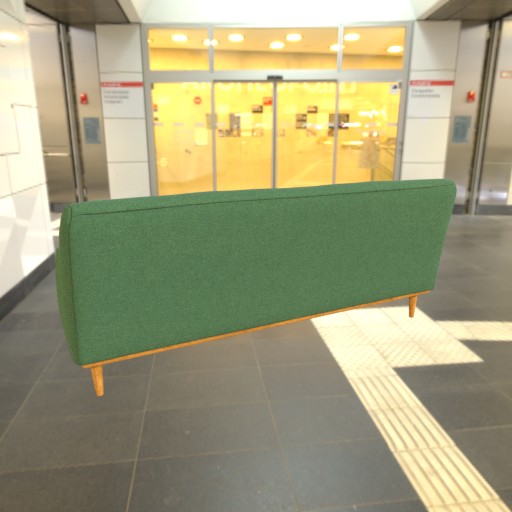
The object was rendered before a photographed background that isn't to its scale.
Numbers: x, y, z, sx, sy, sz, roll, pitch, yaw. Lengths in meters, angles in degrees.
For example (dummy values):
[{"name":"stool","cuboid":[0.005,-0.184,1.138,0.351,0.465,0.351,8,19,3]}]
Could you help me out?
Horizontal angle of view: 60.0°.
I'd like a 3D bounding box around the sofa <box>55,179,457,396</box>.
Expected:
[{"name":"sofa","cuboid":[0.000,0.000,2.492,2.057,0.871,0.978,-8,17,-26]}]
